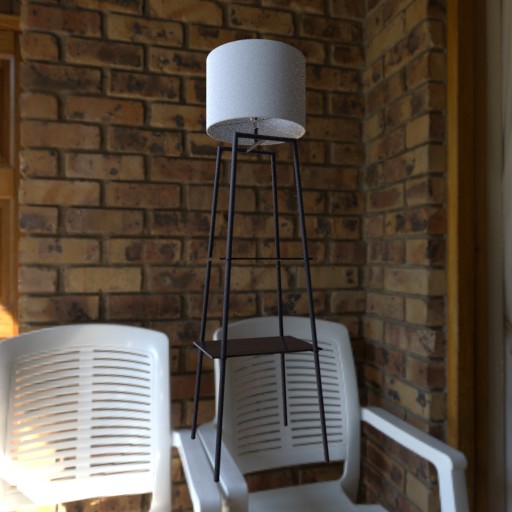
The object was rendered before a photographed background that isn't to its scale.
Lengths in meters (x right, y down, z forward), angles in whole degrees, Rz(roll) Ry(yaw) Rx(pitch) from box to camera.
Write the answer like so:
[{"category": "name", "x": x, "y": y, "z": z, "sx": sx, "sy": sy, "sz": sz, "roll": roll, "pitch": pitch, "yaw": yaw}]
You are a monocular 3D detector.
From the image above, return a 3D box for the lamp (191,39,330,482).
[{"category": "lamp", "x": 0.000, "y": 0.000, "z": 1.690, "sx": 0.427, "sy": 1.474, "sz": 0.384, "roll": 0, "pitch": 0, "yaw": -20}]
